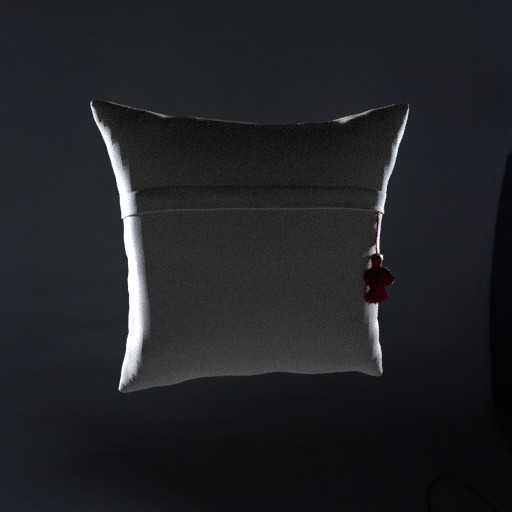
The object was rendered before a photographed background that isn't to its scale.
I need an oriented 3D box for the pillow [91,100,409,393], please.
[{"bbox_3d":[0.000,0.000,0.664,0.433,0.436,0.173,-2,15,-8],"label":"pillow"}]
